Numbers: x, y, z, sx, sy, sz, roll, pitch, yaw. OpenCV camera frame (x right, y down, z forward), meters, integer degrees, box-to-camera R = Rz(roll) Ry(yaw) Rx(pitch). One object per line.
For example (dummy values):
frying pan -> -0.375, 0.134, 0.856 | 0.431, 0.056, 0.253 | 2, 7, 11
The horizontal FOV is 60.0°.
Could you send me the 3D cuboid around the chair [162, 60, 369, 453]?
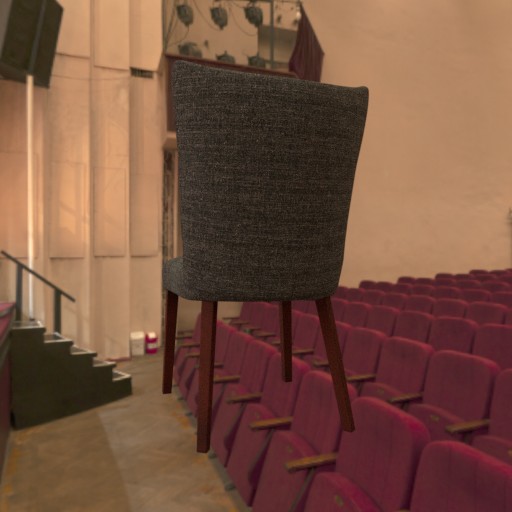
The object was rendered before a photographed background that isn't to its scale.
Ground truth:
chair -> 0.000, 0.000, 1.296 | 0.535, 0.924, 0.623 | 0, 0, -19
